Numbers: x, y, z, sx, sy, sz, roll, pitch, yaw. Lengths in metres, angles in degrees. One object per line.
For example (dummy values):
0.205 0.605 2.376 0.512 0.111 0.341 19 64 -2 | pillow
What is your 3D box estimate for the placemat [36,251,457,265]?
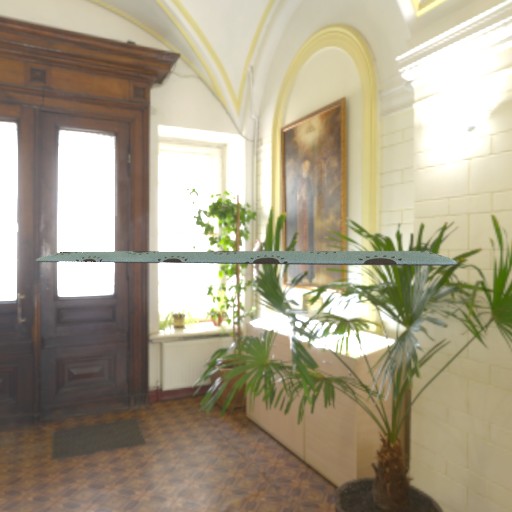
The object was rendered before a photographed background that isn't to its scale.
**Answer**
0.000 0.000 0.975 0.762 0.021 0.508 0 1 18 | placemat
